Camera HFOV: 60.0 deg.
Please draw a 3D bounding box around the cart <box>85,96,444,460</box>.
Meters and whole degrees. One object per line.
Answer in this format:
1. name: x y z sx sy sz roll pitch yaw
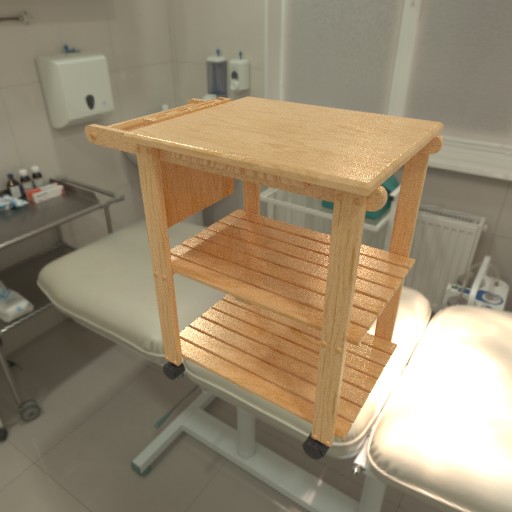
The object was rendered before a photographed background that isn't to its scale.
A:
1. cart: 0.000 0.000 1.344 0.843 0.816 0.520 19 35 28
